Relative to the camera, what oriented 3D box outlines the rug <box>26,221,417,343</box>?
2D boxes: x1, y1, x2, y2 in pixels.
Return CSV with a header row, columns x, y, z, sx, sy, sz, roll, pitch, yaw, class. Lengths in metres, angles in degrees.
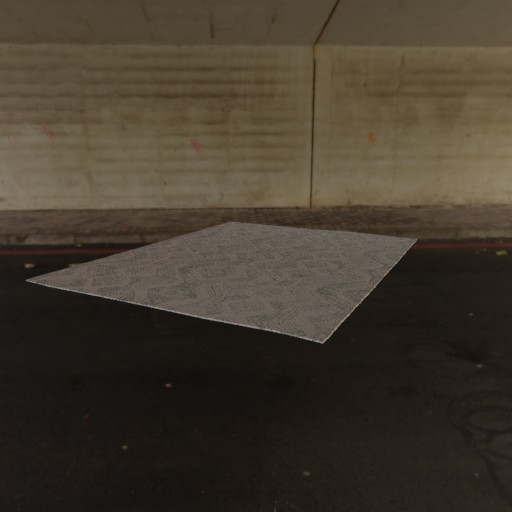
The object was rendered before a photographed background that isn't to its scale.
x,y,z,sx,sy,sz,roll,pitch,yaw,class
0.000,0.000,4.178,2.430,0.030,3.054,8,16,27,rug
